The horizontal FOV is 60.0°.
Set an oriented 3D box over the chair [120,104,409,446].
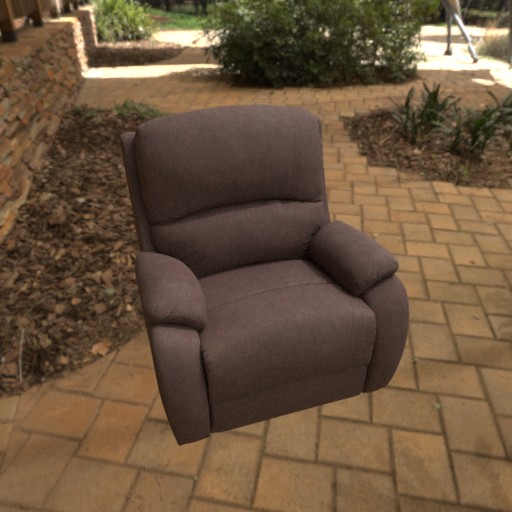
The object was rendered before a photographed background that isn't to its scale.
[{"bbox_3d":[0.000,0.000,1.753,0.930,1.011,0.899,-10,34,-16],"label":"chair"}]
